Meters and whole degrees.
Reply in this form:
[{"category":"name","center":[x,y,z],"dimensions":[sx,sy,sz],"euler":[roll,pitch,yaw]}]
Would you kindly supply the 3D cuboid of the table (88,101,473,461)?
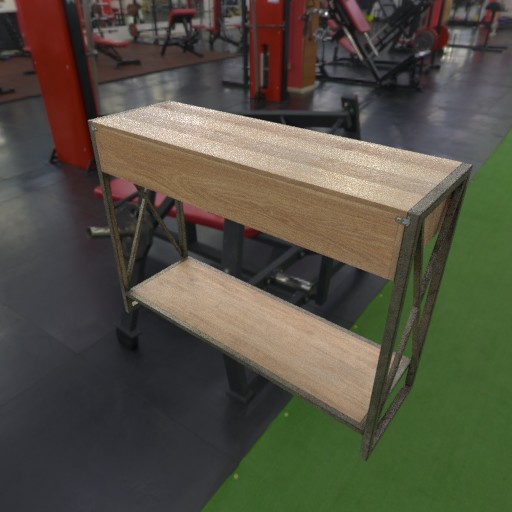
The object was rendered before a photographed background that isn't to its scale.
[{"category":"table","center":[0.000,0.000,1.425],"dimensions":[1.059,0.763,0.361],"euler":[23,38,32]}]
